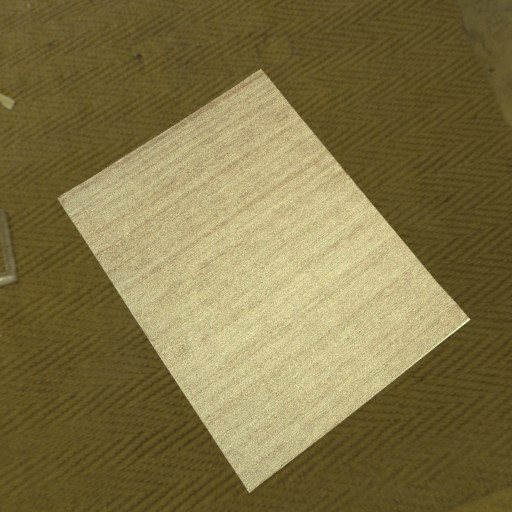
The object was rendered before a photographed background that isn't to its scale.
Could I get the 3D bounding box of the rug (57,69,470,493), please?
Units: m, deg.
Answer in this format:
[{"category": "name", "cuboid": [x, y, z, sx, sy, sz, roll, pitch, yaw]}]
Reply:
[{"category": "rug", "cuboid": [0.000, 0.000, 4.107, 2.434, 0.045, 3.202, -35, 78, -8]}]
